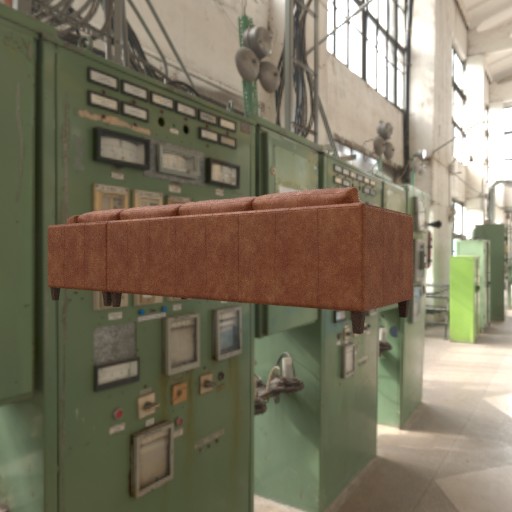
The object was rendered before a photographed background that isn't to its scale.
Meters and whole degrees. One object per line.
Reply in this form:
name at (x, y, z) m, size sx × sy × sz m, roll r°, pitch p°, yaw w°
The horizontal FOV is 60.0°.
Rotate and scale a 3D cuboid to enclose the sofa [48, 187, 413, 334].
sofa at (0.000, 0.000, 4.241) m, size 3.167 × 0.838 × 2.438 m, roll 0°, pitch 0°, yaw 36°
